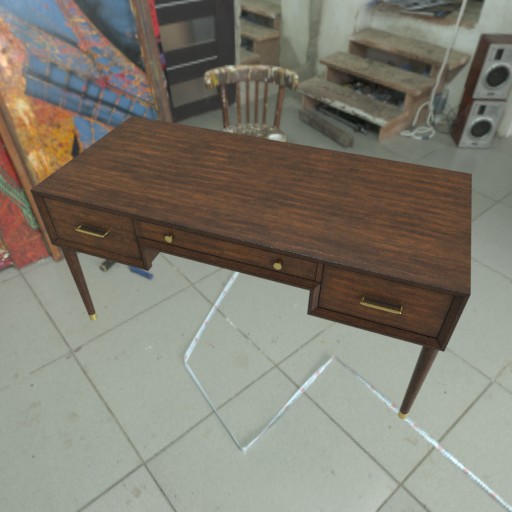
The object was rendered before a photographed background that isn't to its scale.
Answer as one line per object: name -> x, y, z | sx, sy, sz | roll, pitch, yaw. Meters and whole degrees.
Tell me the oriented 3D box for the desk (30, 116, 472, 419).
desk -> 0.000, 0.000, 1.976 | 1.575, 0.762, 0.724 | 14, 43, 15
